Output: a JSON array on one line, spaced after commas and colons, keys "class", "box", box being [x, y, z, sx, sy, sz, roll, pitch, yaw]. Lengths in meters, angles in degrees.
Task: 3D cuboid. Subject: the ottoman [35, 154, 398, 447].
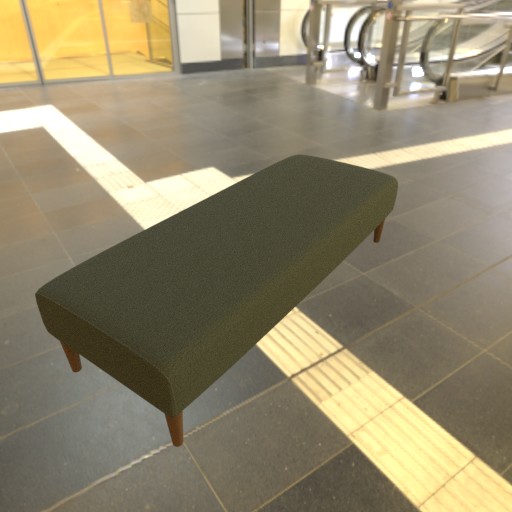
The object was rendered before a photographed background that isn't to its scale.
[{"class": "ottoman", "box": [0.000, 0.000, 1.898, 0.646, 0.393, 1.609, 21, 38, 30]}]
